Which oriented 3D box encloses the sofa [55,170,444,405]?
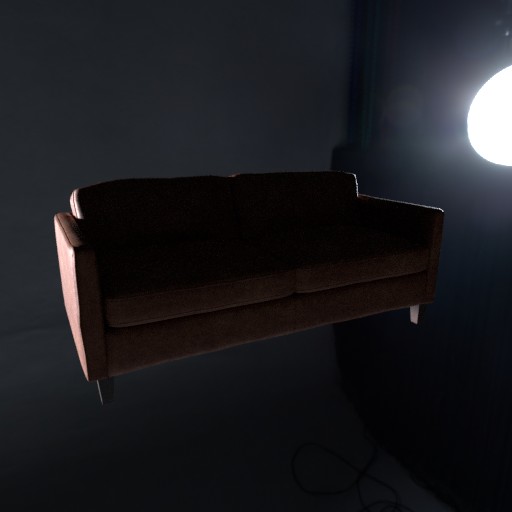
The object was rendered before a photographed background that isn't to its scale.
[{"bbox_3d":[0.000,0.000,2.470,1.971,0.863,0.923,-8,17,-26],"label":"sofa"}]
